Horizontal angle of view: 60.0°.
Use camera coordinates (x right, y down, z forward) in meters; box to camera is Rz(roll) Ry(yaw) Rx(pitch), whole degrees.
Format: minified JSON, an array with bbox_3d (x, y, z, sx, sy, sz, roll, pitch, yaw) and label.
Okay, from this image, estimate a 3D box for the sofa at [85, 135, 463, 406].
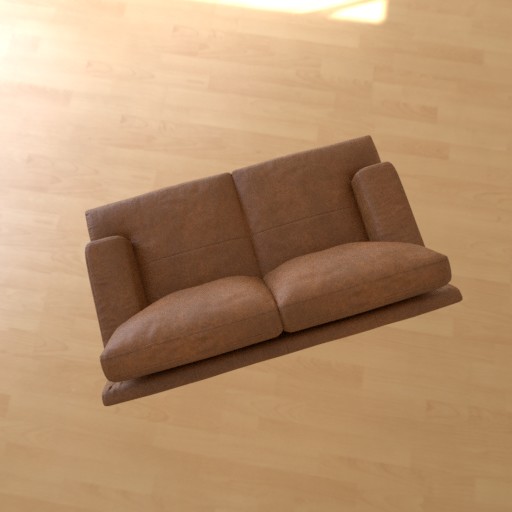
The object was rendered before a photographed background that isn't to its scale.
[{"bbox_3d":[0.000,0.000,2.517,1.880,0.966,1.144,-16,77,-4],"label":"sofa"}]
